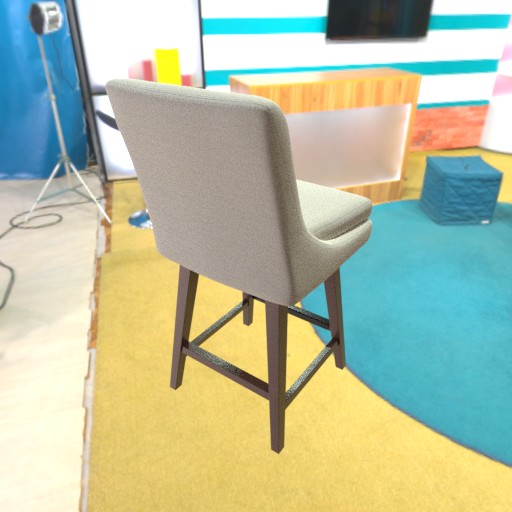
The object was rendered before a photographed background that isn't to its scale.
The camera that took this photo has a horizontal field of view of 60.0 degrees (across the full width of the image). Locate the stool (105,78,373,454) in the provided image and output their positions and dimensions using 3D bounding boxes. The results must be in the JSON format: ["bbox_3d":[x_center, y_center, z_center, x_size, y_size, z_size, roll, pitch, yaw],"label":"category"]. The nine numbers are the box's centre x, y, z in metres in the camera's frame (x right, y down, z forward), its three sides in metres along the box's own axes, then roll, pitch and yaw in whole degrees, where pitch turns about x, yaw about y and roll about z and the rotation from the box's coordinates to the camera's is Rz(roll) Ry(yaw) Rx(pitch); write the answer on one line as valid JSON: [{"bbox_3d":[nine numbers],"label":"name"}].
[{"bbox_3d":[0.000,0.000,1.276,0.483,0.991,0.559,20,36,30],"label":"stool"}]
